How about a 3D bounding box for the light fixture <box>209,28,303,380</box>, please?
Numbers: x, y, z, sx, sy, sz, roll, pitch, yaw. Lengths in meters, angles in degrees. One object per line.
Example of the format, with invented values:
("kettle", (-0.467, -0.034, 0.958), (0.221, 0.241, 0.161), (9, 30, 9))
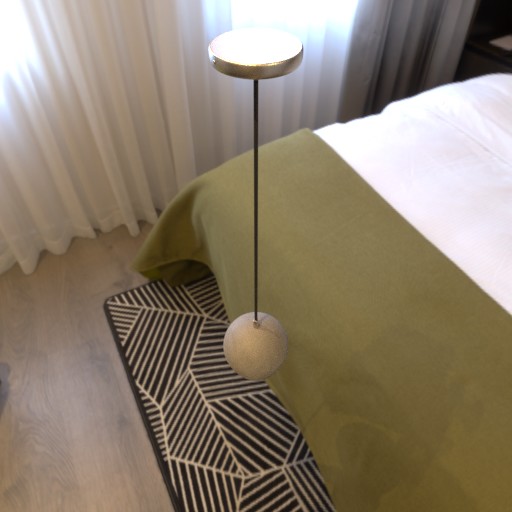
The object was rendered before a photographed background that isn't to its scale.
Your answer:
("light fixture", (0.000, 0.000, 0.828), (0.153, 0.760, 0.153), (24, 51, 21))
